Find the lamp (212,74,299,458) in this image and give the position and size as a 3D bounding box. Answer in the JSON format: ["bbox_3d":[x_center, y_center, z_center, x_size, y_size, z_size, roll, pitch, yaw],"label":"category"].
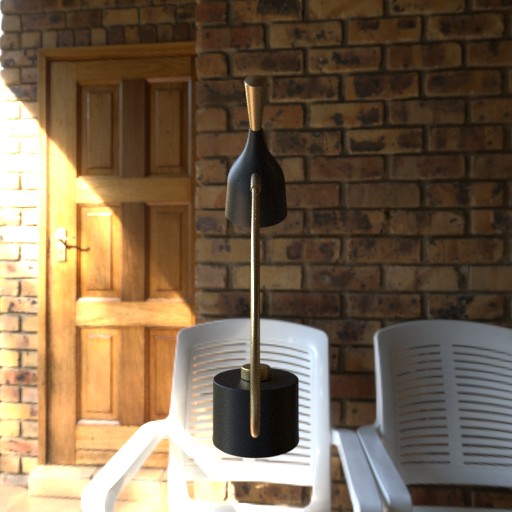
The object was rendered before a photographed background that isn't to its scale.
[{"bbox_3d":[0.000,0.000,0.618,0.110,0.464,0.352,0,0,0],"label":"lamp"}]
